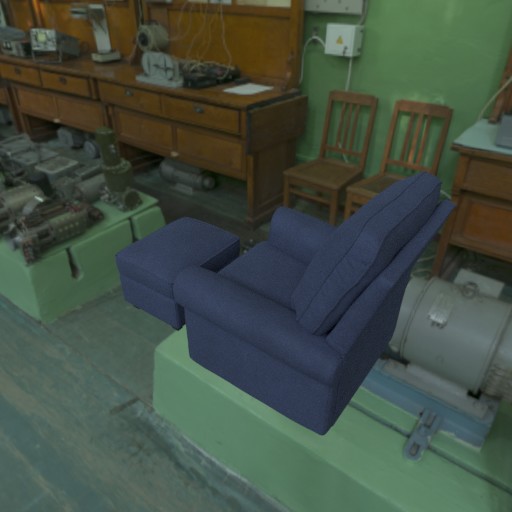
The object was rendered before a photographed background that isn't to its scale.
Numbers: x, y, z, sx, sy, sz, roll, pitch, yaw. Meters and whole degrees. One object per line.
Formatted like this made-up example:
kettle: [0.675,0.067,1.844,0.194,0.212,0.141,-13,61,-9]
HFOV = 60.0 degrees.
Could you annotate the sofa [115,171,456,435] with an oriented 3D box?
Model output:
sofa: [0.000,0.000,2.079,1.478,0.959,0.880,21,38,30]
